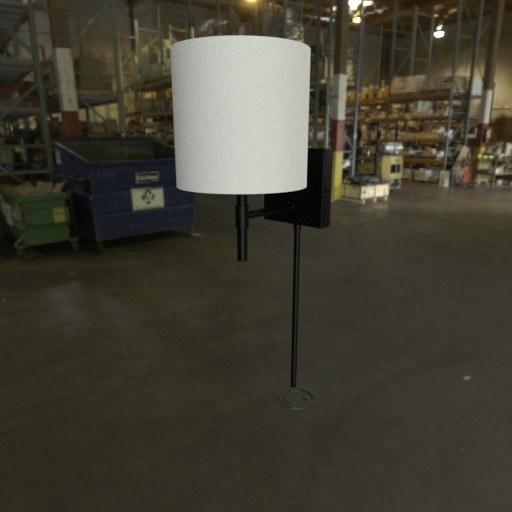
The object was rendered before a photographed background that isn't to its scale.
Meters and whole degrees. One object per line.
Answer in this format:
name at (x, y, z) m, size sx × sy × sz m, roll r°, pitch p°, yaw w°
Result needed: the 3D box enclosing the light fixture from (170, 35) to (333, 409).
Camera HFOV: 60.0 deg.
light fixture at (0.000, 0.000, 0.699) m, size 0.188 × 0.589 × 0.248 m, roll 14°, pitch 21°, yaw 42°
